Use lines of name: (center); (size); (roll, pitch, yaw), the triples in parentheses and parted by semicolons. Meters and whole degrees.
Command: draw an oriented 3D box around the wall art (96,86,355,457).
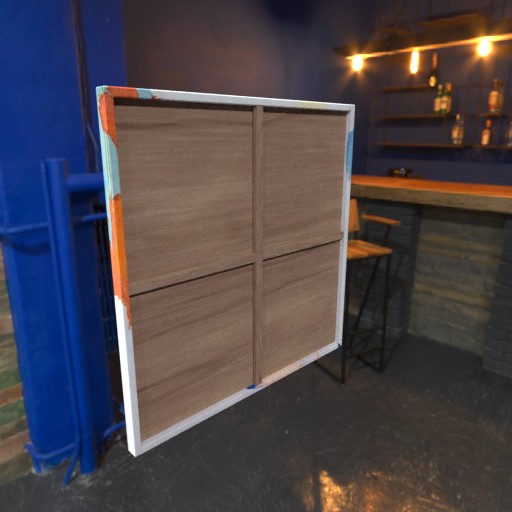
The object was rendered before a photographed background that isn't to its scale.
wall art: (0.000, 0.000, 1.511); (1.017, 1.017, 0.044); (-14, 21, -42)
